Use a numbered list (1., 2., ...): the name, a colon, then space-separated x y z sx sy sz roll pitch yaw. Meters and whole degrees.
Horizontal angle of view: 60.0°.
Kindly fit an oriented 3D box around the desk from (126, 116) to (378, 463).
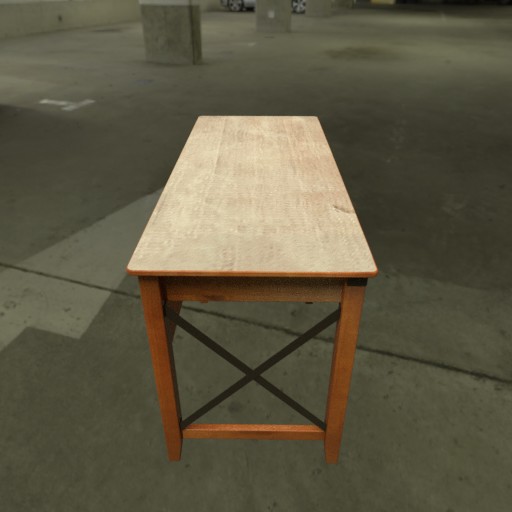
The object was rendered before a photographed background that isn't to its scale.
1. desk: 0.000 0.000 1.768 0.574 0.756 1.353 0 32 1
